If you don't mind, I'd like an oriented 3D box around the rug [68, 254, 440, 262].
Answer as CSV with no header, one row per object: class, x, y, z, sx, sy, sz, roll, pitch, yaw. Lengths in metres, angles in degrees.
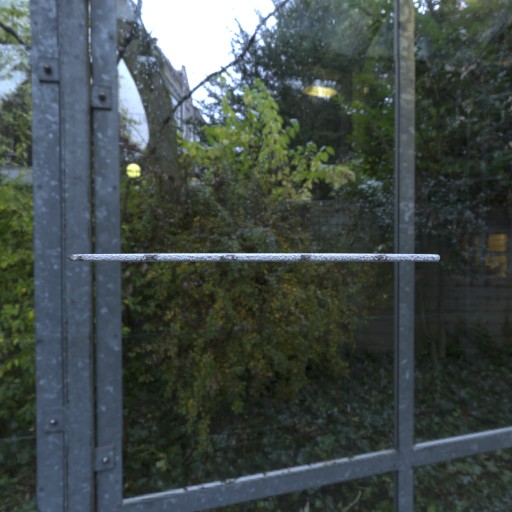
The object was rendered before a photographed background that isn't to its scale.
rug,0.000,0.000,3.019,1.524,0.030,2.438,0,0,1
